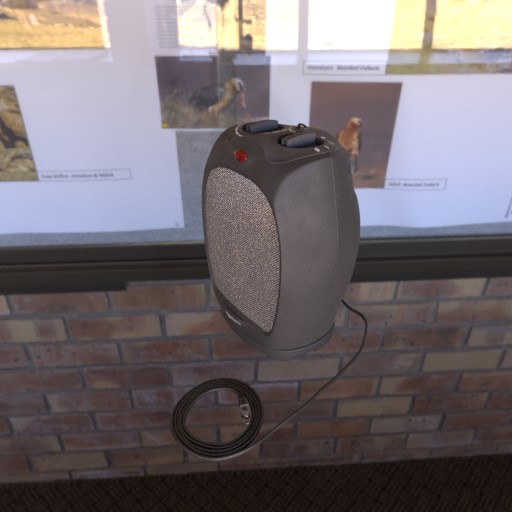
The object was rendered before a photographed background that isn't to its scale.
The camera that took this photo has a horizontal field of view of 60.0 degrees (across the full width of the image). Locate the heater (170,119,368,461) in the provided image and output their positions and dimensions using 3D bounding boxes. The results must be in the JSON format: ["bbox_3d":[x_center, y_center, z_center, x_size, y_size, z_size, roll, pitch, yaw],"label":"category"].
[{"bbox_3d":[0.000,0.000,0.485,0.291,0.255,0.239,-20,37,-30],"label":"heater"}]
